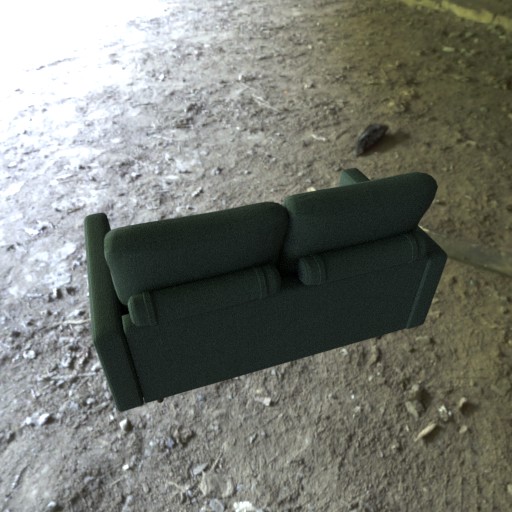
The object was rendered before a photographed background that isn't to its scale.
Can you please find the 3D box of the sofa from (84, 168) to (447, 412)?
[{"bbox_3d":[0.000,0.000,1.986,1.407,0.907,0.842,-12,42,-14],"label":"sofa"}]
